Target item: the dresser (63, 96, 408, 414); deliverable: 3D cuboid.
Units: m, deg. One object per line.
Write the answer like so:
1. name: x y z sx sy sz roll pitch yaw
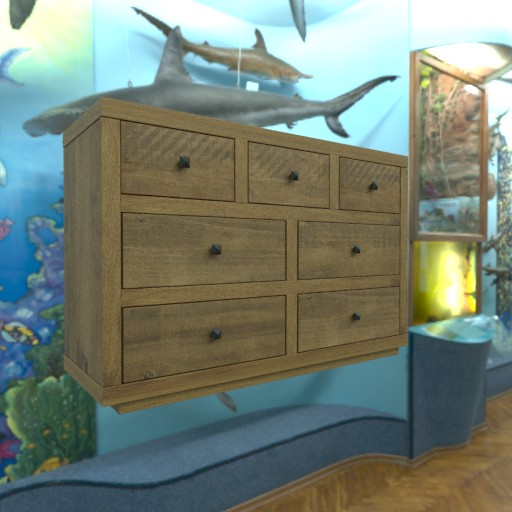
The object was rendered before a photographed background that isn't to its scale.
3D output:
1. dresser: 0.000 0.000 1.664 1.261 0.825 0.479 -1 1 -35
